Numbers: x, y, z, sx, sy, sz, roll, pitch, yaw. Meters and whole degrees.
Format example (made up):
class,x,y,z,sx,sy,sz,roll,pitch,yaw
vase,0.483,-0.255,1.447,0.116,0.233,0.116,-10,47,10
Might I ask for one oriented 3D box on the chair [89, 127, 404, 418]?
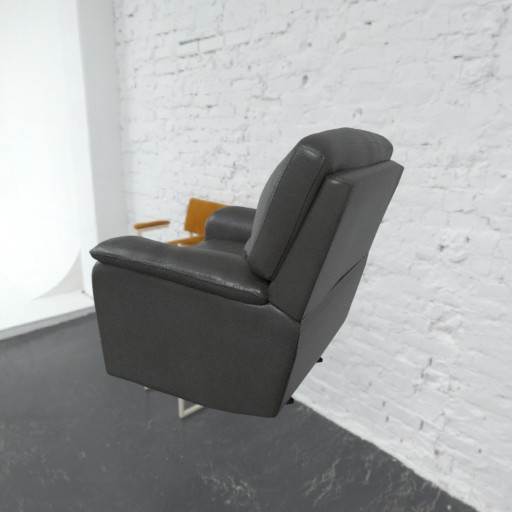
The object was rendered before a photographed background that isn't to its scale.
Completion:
class,x,y,z,sx,sy,sz,roll,pitch,yaw
chair,0.000,0.000,2.004,1.087,1.109,1.096,7,17,25
